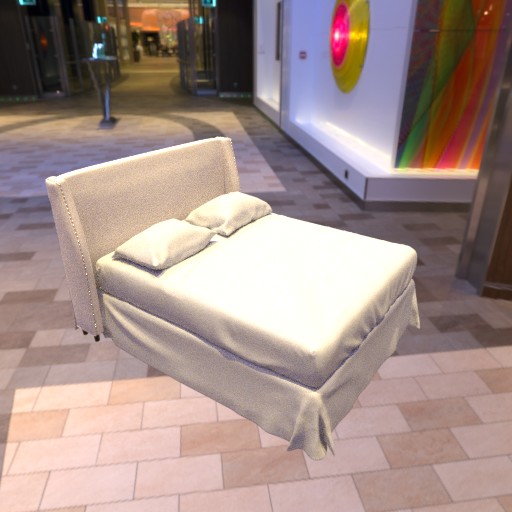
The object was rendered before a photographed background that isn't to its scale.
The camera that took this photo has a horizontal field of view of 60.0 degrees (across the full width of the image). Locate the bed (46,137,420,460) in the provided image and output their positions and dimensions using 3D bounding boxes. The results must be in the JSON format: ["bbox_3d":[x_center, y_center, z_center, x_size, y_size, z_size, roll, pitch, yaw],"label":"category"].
[{"bbox_3d":[0.000,0.000,3.446,2.276,1.332,1.925,17,31,32],"label":"bed"}]
